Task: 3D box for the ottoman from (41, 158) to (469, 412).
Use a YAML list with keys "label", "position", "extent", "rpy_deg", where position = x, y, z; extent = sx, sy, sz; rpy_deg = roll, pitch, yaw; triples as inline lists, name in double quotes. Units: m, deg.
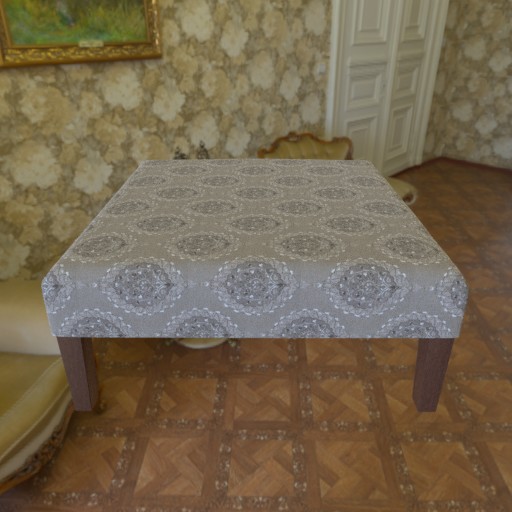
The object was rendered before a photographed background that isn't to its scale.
- label: "ottoman"
  position: [0.000, 0.000, 1.363]
  extent: [0.890, 0.411, 0.889]
  rpy_deg: [0, 27, 0]
